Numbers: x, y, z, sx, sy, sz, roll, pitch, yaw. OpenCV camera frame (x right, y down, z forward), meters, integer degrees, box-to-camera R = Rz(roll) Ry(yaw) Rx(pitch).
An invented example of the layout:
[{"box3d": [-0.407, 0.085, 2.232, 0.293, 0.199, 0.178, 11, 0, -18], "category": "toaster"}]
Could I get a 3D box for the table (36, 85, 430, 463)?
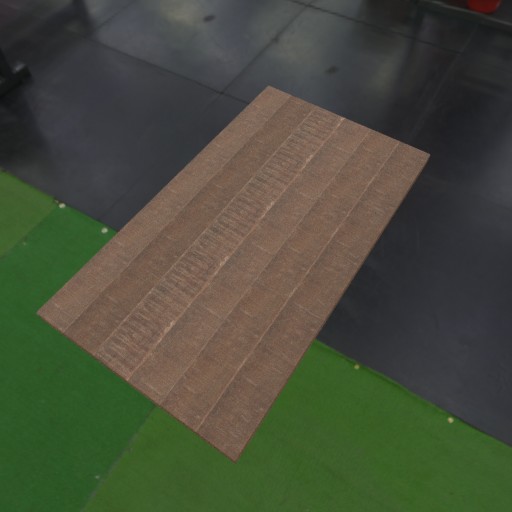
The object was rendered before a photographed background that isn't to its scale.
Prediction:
[{"box3d": [0.000, 0.000, 1.829, 0.800, 0.440, 1.400, 30, 62, 17], "category": "table"}]
